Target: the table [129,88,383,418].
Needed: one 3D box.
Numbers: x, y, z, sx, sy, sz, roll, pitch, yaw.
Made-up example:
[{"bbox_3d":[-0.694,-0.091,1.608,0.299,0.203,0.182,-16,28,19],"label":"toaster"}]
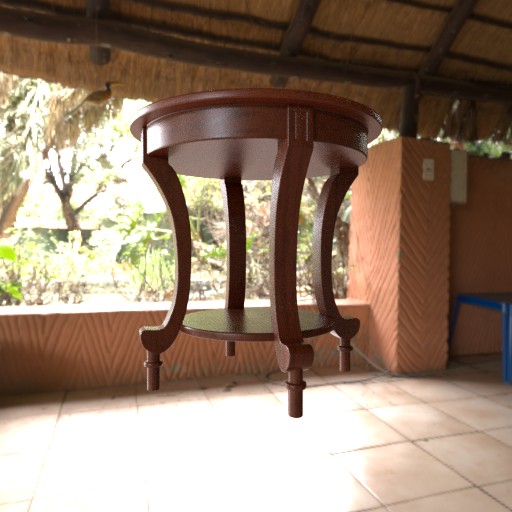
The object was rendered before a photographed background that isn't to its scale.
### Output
[{"bbox_3d":[0.000,0.000,1.093,0.597,0.612,0.597,0,1,0],"label":"table"}]
